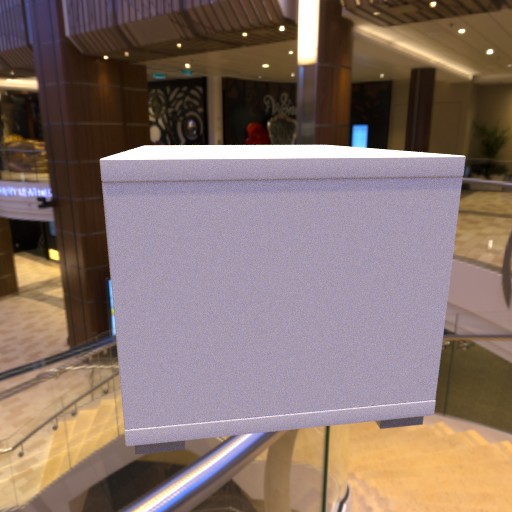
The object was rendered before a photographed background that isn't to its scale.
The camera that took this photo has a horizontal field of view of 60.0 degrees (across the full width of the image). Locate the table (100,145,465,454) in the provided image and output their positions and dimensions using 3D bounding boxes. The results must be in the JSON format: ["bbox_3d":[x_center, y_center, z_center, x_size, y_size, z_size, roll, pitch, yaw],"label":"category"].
[{"bbox_3d":[0.000,0.000,0.764,0.399,0.357,0.517,-2,16,-9],"label":"table"}]
